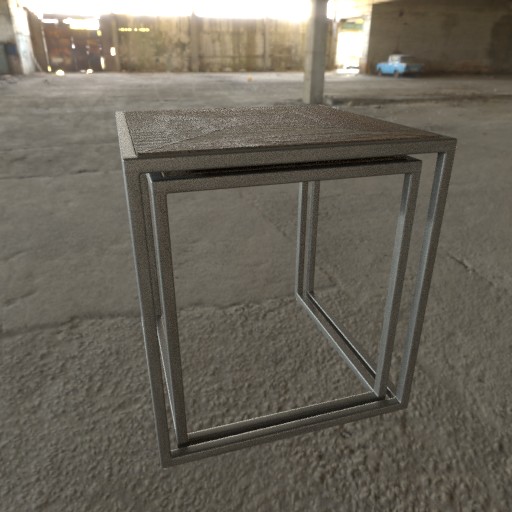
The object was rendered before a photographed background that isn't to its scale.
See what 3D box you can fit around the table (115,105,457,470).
[{"bbox_3d":[0.000,0.000,0.853,0.450,0.500,0.449,-7,26,-15],"label":"table"}]
